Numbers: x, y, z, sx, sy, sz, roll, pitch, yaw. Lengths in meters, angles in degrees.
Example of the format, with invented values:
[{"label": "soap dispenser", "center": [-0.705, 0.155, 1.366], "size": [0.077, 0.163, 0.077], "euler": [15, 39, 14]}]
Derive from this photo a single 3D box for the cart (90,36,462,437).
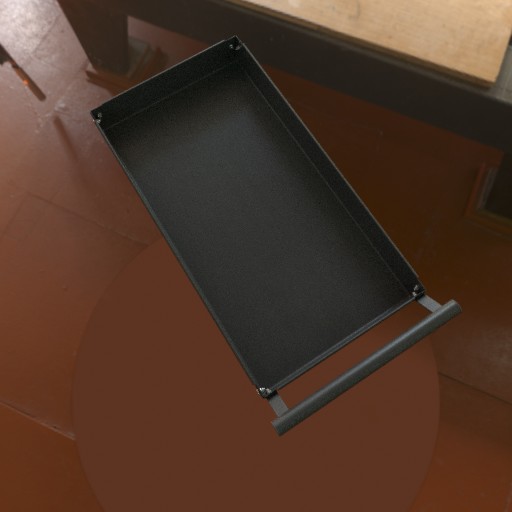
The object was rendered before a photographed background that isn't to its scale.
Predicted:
[{"label": "cart", "center": [0.000, 0.000, 1.167], "size": [0.366, 0.780, 0.719], "euler": [-31, 77, -8]}]
